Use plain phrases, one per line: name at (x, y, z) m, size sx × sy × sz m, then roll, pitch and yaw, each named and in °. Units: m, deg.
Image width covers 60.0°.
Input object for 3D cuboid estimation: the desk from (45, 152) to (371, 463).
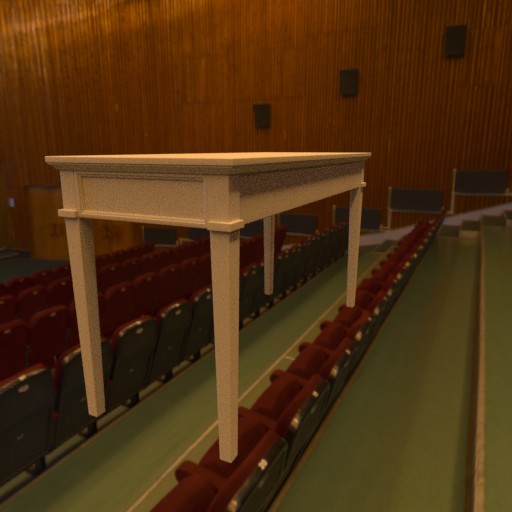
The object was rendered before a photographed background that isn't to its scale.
desk at (0.000, 0.000, 1.727) m, size 0.559 × 0.774 × 1.372 m, roll 7°, pitch 15°, yaw 25°
